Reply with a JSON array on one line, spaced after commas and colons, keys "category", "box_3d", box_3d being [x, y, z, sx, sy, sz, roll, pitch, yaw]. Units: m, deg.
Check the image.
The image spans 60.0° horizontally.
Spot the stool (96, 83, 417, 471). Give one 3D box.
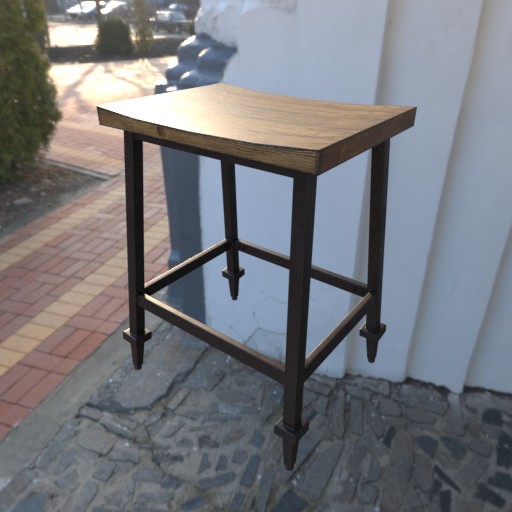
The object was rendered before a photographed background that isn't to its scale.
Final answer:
[{"category": "stool", "box_3d": [0.000, 0.000, 0.958, 0.486, 0.625, 0.405, 21, 35, 32]}]
